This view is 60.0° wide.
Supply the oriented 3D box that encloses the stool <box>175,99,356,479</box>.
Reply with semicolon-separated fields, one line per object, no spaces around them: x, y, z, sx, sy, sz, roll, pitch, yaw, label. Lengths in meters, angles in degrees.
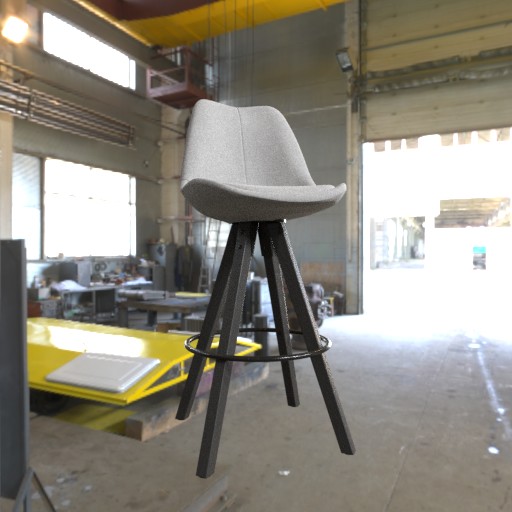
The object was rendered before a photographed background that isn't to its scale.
0.000;0.000;1.406;0.485;1.115;0.550;0;1;-18;stool
